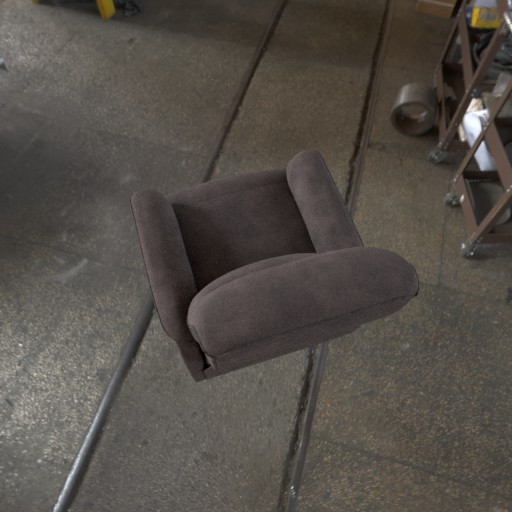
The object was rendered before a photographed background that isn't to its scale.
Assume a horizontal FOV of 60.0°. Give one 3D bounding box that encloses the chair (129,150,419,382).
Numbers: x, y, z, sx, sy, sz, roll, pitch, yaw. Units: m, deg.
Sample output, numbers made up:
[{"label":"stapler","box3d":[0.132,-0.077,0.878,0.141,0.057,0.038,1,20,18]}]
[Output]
[{"label":"chair","box3d":[0.000,0.000,1.710,0.830,1.035,1.009,-15,60,-9]}]
